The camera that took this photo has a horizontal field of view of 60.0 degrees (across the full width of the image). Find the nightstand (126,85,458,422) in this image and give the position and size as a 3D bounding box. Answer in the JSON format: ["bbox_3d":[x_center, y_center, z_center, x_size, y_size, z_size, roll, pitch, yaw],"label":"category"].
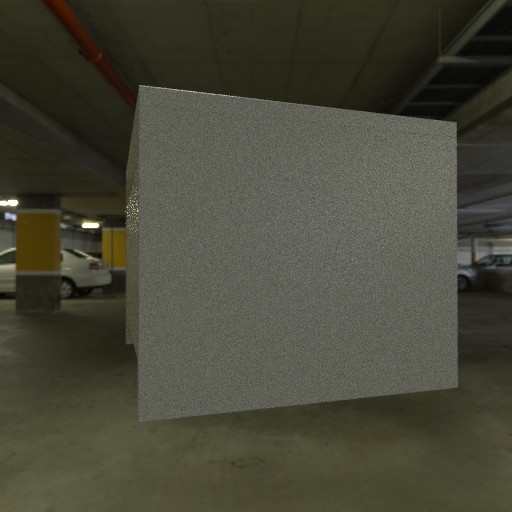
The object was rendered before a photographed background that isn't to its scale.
[{"bbox_3d":[0.000,0.000,0.747,0.408,0.351,0.470,0,-1,-18],"label":"nightstand"}]
